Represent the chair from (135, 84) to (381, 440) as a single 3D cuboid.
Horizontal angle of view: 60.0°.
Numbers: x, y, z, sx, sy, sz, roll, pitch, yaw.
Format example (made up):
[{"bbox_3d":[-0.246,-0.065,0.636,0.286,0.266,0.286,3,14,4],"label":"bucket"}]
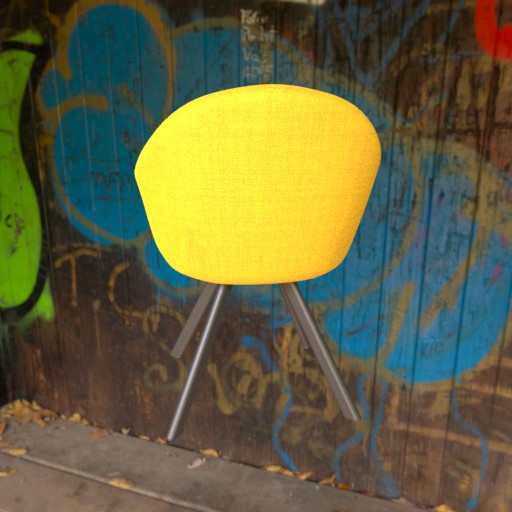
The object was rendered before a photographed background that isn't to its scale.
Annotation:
[{"bbox_3d":[0.000,0.000,1.165,0.590,0.795,0.550,-2,15,-9],"label":"chair"}]
